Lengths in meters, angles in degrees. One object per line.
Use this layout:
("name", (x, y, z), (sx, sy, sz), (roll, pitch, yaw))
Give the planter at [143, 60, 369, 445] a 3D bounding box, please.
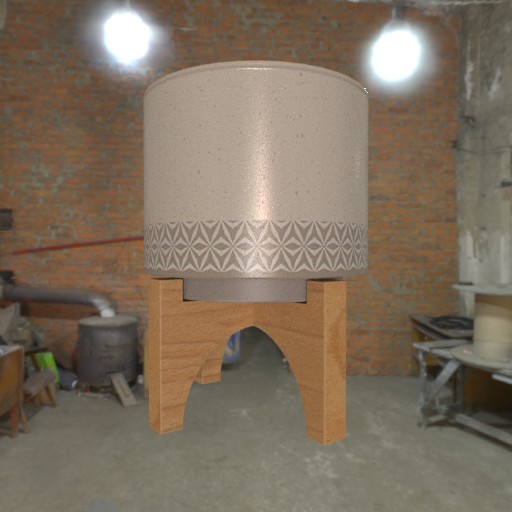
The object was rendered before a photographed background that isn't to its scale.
("planter", (0.000, 0.000, 0.264), (0.130, 0.178, 0.130), (0, 1, 0))
